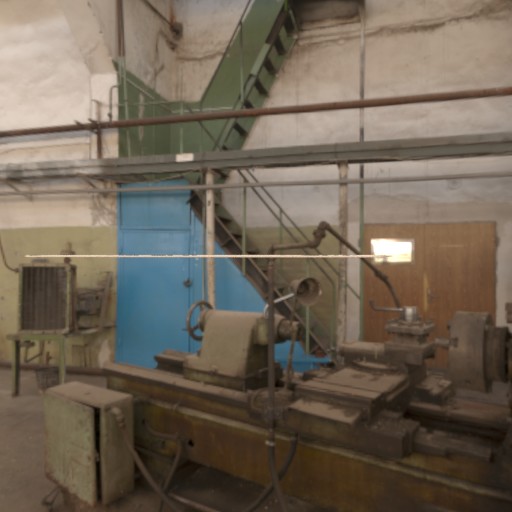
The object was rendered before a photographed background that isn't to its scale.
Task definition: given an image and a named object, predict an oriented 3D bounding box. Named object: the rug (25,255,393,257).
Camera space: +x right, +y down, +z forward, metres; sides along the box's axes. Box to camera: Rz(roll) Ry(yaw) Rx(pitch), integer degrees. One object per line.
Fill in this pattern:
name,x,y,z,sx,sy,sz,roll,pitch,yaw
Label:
rug,0.000,0.000,4.162,2.423,0.014,3.040,0,0,18
